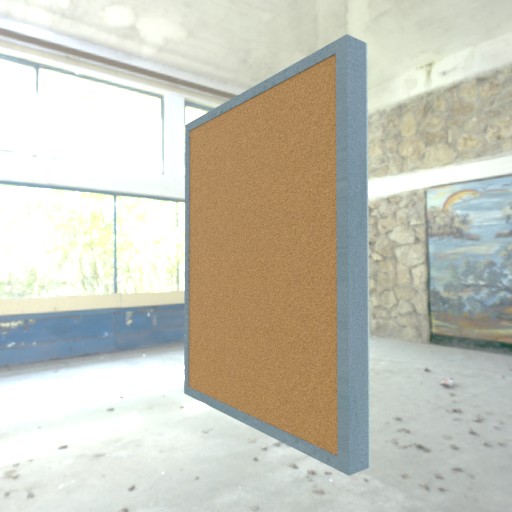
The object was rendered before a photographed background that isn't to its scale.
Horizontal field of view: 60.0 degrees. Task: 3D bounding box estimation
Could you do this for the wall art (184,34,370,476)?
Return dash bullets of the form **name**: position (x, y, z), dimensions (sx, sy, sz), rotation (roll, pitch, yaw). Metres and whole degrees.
- **wall art**: position (0.000, 0.000, 0.685), dimensions (0.037, 0.509, 0.409), rotation (1, -2, -36)
